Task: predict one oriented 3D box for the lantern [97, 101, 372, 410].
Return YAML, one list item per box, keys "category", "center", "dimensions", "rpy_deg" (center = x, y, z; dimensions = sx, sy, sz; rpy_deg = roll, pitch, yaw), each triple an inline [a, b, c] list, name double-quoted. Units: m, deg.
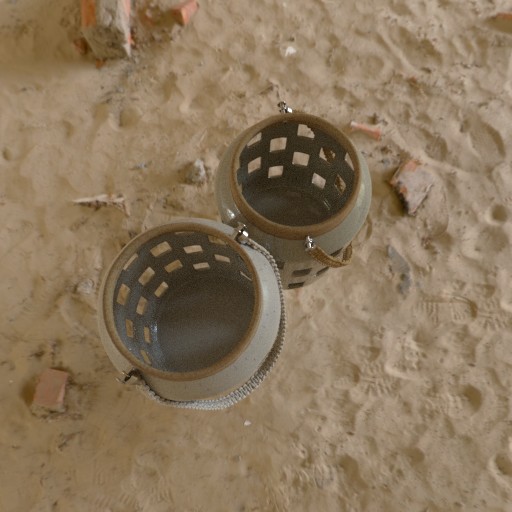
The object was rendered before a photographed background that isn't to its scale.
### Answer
- category: "lantern"
  center: [0.000, 0.000, 0.497]
  dimensions: [0.184, 0.255, 0.347]
  rpy_deg: [35, 78, 9]
